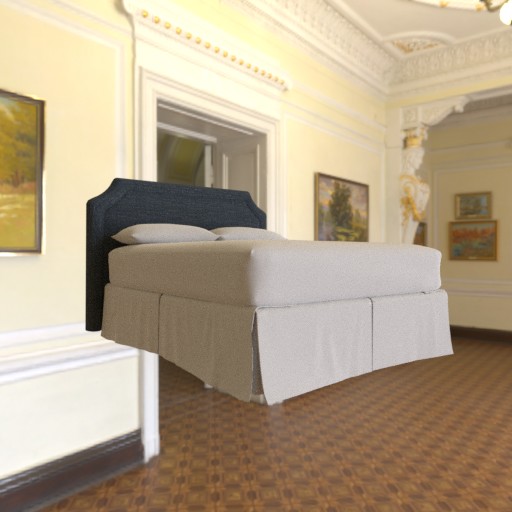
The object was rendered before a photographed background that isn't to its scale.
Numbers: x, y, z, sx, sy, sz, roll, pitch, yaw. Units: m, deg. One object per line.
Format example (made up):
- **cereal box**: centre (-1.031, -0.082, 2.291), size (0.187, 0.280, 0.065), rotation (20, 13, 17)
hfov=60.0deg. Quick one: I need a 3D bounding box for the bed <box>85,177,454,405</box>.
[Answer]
- **bed**: centre (0.000, 0.000, 3.273), size (1.828, 1.297, 2.208), rotation (0, 1, -37)
